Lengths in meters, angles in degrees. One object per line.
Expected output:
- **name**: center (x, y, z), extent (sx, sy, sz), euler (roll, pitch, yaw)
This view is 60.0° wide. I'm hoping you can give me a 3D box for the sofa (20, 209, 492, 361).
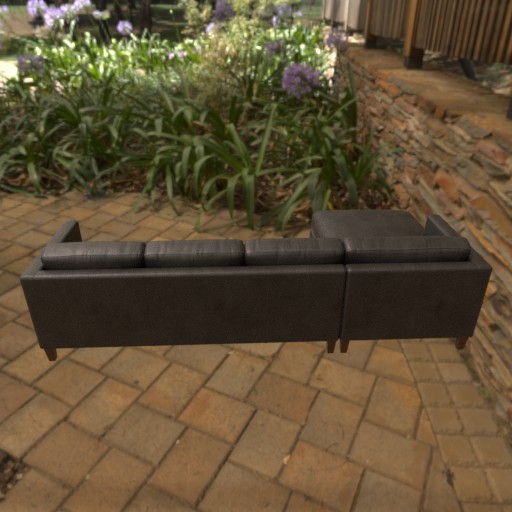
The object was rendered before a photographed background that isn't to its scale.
- **sofa**: center (0.000, 0.000, 3.808), extent (3.203, 0.883, 1.581), euler (-1, 28, -2)
